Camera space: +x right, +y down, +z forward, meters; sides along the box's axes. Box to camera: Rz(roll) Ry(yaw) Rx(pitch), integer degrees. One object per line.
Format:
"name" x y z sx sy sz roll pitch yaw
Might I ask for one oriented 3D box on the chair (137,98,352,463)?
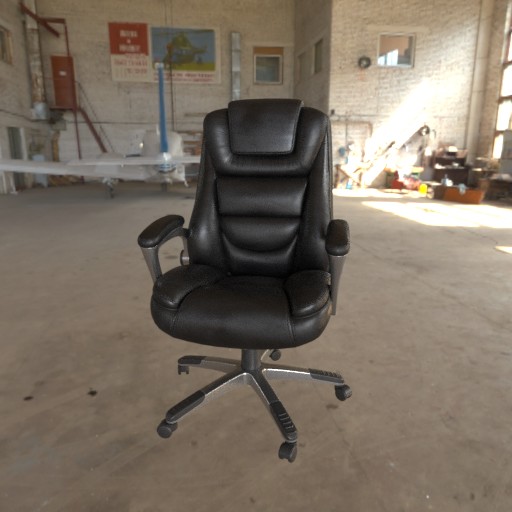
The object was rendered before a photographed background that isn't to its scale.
"chair" 0.000 0.000 1.513 0.697 1.075 0.689 3 14 10
